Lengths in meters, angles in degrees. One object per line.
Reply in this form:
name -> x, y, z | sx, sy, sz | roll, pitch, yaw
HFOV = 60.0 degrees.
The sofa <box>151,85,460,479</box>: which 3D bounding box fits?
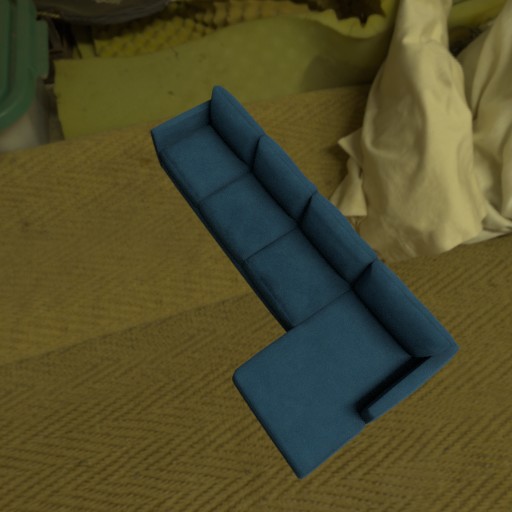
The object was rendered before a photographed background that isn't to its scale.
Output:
sofa -> 0.000, 0.000, 3.487 | 1.350, 0.810, 2.932 | -32, 68, -15
